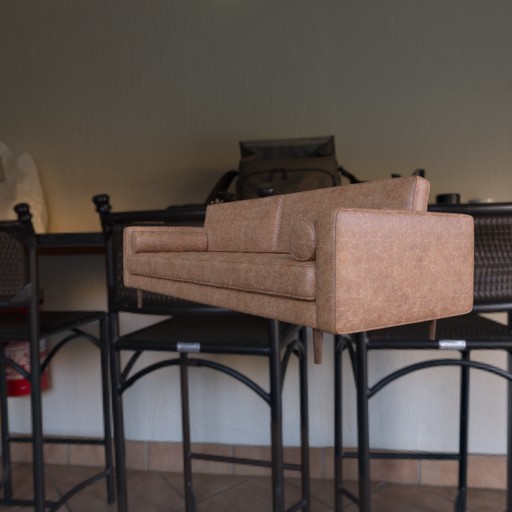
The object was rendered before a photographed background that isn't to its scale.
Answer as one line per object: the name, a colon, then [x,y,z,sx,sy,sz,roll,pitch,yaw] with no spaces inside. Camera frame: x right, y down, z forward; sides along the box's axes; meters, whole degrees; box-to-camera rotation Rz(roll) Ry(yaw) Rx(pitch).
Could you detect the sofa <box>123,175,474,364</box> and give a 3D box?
sofa: [0.000,0.000,2.650,0.919,0.770,2.200,-1,2,-35]
